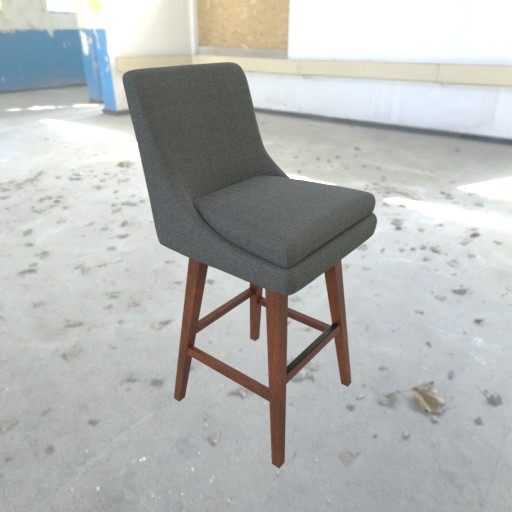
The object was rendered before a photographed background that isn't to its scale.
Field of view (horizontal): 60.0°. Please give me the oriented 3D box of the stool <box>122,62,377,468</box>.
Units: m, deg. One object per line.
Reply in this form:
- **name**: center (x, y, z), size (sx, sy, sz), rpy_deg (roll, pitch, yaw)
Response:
- **stool**: center (0.000, 0.000, 1.254), size (0.524, 0.977, 0.447), rpy_deg (20, 33, 33)
